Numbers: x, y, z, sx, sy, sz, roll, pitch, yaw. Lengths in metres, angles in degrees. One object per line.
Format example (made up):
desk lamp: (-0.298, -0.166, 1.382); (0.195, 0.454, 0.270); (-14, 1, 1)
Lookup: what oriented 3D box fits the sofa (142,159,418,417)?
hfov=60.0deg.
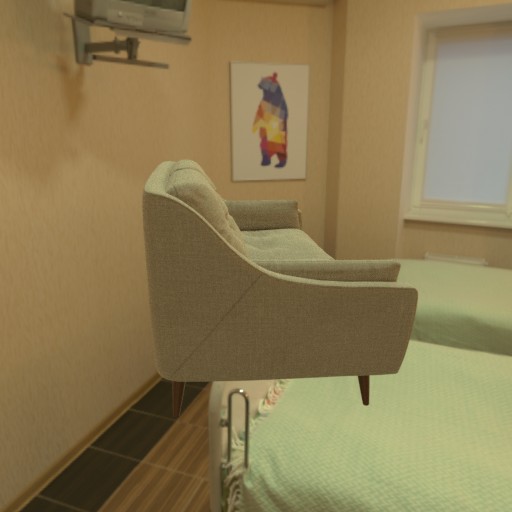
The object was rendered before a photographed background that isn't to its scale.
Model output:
sofa: (0.000, 0.000, 2.230); (0.965, 0.888, 1.652); (-2, 16, -9)
